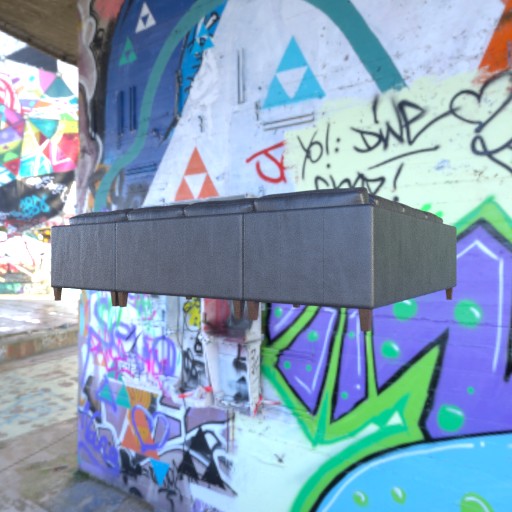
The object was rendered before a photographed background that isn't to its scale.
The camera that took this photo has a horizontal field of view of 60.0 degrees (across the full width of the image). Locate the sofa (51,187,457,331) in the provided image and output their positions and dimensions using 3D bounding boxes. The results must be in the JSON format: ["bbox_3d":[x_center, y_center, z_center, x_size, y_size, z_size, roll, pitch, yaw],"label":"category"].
[{"bbox_3d":[0.000,0.000,4.491,3.324,0.891,2.452,0,0,35],"label":"sofa"}]
